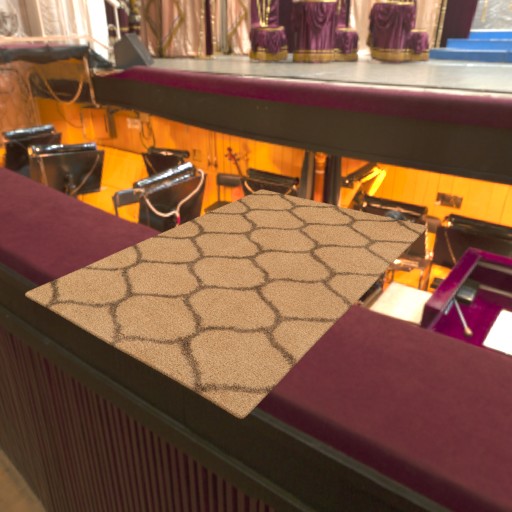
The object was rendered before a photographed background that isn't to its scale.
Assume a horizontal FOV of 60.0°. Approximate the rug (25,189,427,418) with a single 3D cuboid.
[{"bbox_3d":[0.000,0.000,3.404,1.801,0.026,2.701,18,32,32],"label":"rug"}]
